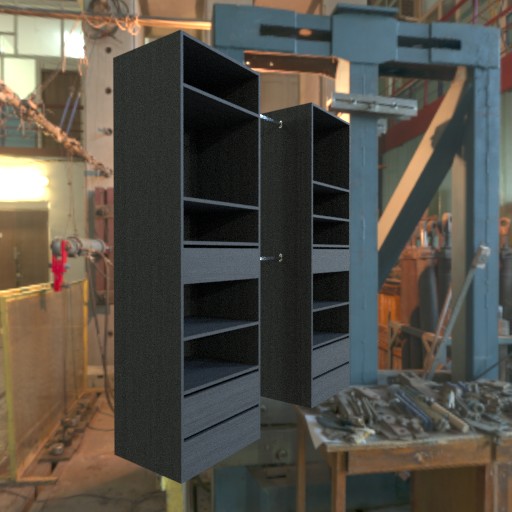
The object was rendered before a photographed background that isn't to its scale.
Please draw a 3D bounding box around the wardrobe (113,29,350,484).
[{"bbox_3d":[0.000,0.000,2.806,0.480,2.000,1.770,0,1,36],"label":"wardrobe"}]
